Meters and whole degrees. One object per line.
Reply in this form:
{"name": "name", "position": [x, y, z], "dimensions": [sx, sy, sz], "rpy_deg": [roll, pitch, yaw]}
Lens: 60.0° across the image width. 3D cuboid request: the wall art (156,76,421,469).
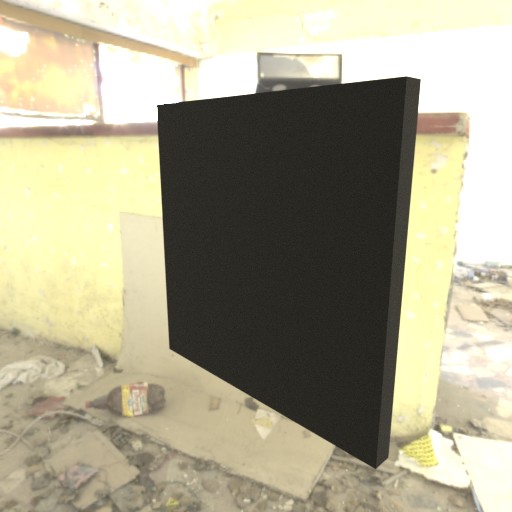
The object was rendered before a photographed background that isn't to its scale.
{"name": "wall art", "position": [0.000, 0.000, 0.667], "dimensions": [0.030, 0.458, 0.462], "rpy_deg": [-13, 19, -42]}
